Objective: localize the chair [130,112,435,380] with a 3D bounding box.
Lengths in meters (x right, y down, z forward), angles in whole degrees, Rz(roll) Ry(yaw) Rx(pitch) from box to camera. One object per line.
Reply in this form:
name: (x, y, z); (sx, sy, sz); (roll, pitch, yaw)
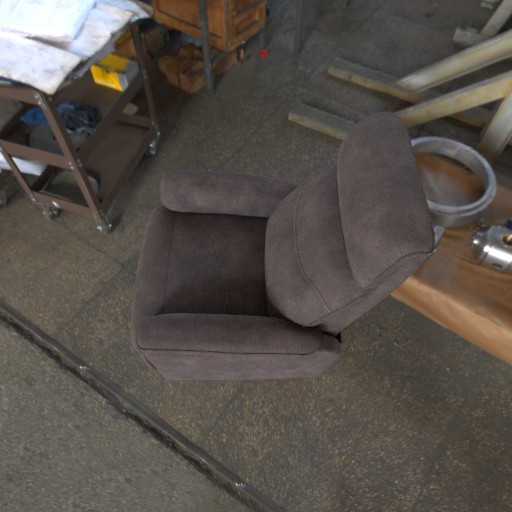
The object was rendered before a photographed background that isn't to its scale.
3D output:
chair: (0.000, 0.000, 1.765); (1.009, 1.035, 0.830); (0, 58, 0)
